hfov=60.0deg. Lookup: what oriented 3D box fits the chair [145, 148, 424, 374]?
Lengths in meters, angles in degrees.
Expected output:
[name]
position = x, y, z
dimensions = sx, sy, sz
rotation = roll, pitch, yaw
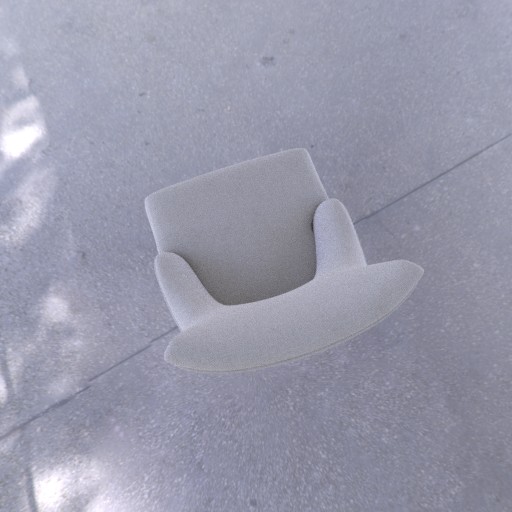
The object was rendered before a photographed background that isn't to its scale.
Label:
[chair]
position = 0.000, 0.000, 1.301
dimensions = 0.566, 0.909, 0.629
rotation = -18, 76, -5
